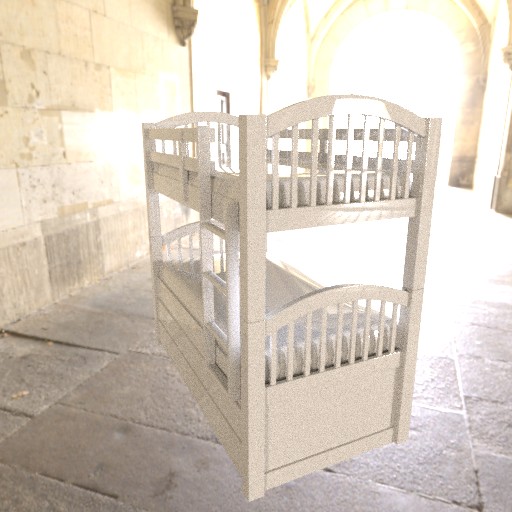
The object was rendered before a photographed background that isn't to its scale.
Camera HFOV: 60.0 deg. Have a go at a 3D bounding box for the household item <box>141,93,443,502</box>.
[{"bbox_3d":[0.000,0.000,3.147,1.143,2.032,2.032,-7,17,-25],"label":"household item"}]
